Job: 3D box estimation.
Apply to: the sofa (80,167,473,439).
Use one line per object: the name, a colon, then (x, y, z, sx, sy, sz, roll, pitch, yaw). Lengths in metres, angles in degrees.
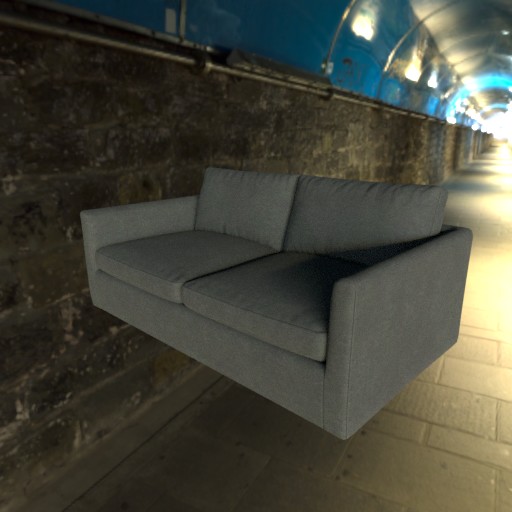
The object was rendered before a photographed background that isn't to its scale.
sofa: (0.000, 0.000, 2.459, 1.909, 0.845, 1.091, 14, 21, 42)
